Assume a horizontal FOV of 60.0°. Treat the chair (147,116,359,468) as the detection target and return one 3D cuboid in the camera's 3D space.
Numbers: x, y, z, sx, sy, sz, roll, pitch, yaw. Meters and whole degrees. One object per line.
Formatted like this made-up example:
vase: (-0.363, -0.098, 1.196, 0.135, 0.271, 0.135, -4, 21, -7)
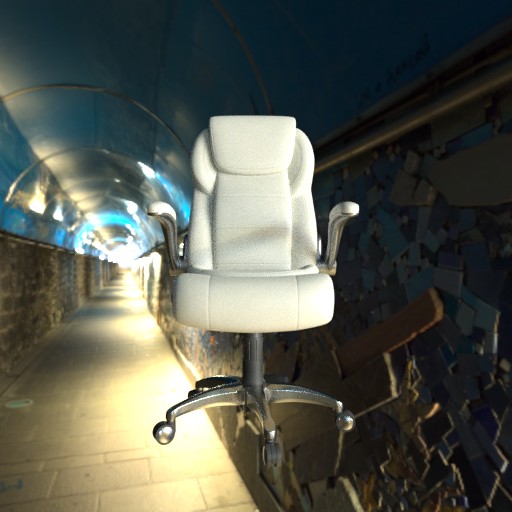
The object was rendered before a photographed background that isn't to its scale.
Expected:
chair: (0.000, 0.000, 1.763, 0.755, 1.330, 0.806, 0, -1, -1)
